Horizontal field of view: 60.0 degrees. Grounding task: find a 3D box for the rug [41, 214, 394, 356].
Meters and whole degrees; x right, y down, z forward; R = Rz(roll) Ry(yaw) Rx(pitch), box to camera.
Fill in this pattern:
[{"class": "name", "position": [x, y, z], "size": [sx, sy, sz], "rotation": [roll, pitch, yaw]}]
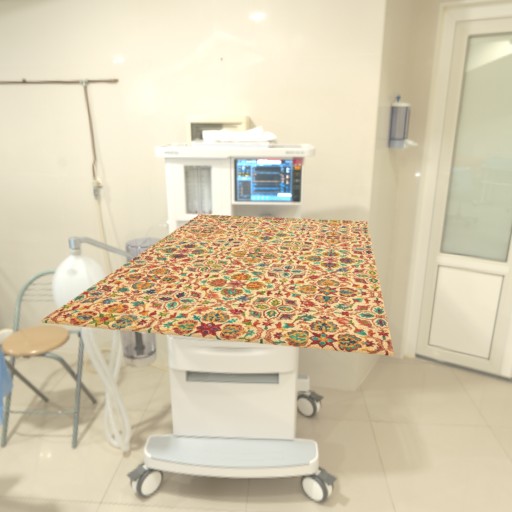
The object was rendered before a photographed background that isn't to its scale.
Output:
[{"class": "rug", "position": [0.000, 0.000, 2.341], "size": [1.226, 0.013, 1.838], "rotation": [3, 18, 10]}]
